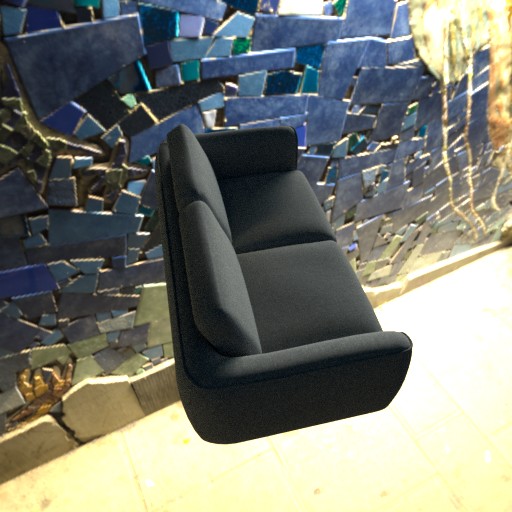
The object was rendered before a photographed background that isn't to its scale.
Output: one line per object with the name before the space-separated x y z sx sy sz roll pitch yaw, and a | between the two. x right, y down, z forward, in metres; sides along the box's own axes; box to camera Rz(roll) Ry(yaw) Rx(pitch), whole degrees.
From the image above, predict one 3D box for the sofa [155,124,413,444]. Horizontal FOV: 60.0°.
sofa | 0.000 0.000 2.258 0.920 0.870 1.700 -9 46 -9
